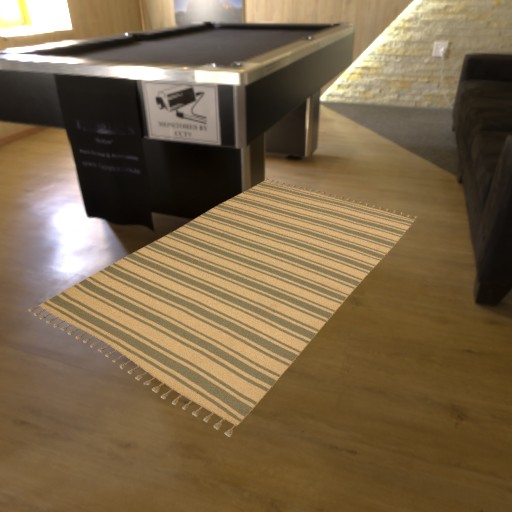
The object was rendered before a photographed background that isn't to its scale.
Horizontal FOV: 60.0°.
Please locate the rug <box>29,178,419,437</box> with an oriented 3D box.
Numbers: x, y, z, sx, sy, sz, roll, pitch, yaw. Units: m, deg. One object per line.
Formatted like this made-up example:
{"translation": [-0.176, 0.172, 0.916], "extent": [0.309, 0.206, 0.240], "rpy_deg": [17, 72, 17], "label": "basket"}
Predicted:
{"translation": [0.000, 0.000, 2.544], "extent": [1.222, 0.009, 2.084], "rpy_deg": [20, 37, 29], "label": "rug"}
